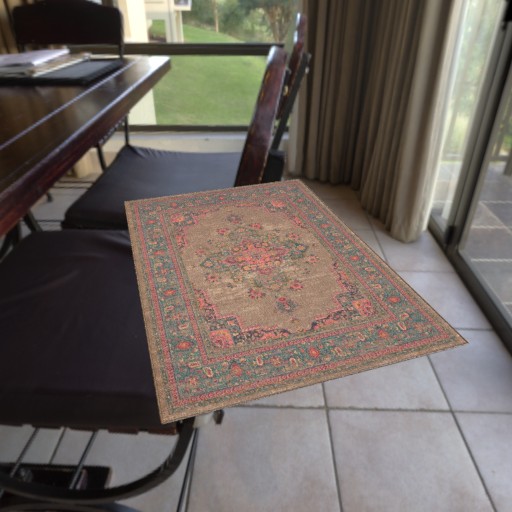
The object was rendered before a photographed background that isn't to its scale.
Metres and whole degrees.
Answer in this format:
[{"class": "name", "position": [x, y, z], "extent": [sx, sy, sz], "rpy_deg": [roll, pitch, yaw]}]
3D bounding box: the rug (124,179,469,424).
[{"class": "rug", "position": [0.000, 0.000, 3.797], "extent": [2.005, 0.013, 2.890], "rpy_deg": [-10, 34, -15]}]
